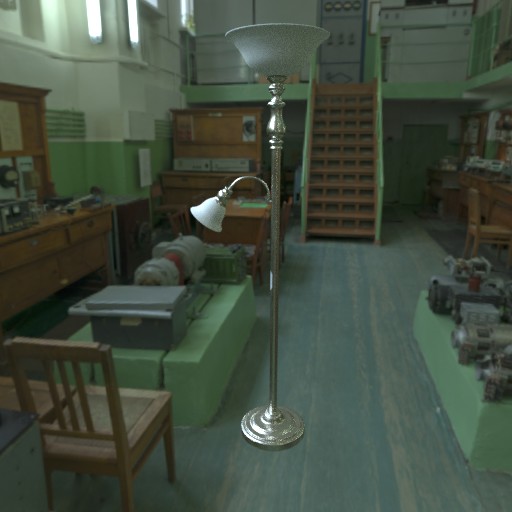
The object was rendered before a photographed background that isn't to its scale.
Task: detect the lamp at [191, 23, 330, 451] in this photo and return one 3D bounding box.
[{"bbox_3d":[0.000,0.000,1.976,0.575,1.785,0.405,2,16,8],"label":"lamp"}]
